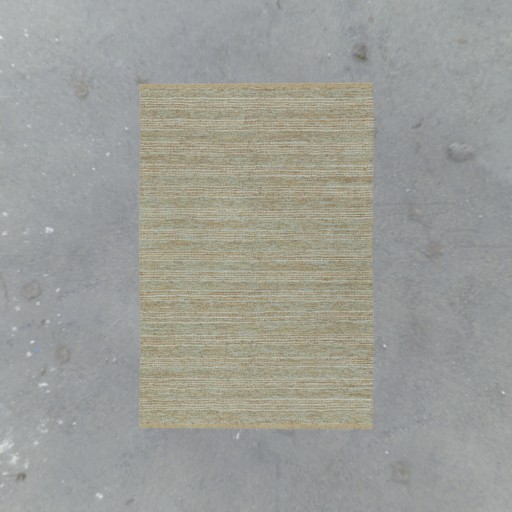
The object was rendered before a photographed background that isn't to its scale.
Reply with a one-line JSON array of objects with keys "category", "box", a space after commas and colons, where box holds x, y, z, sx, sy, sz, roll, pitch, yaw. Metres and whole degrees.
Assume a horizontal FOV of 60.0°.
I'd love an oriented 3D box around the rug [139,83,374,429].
[{"category": "rug", "box": [0.000, 0.000, 2.345, 1.240, 0.010, 1.824, 0, 90, 1]}]
